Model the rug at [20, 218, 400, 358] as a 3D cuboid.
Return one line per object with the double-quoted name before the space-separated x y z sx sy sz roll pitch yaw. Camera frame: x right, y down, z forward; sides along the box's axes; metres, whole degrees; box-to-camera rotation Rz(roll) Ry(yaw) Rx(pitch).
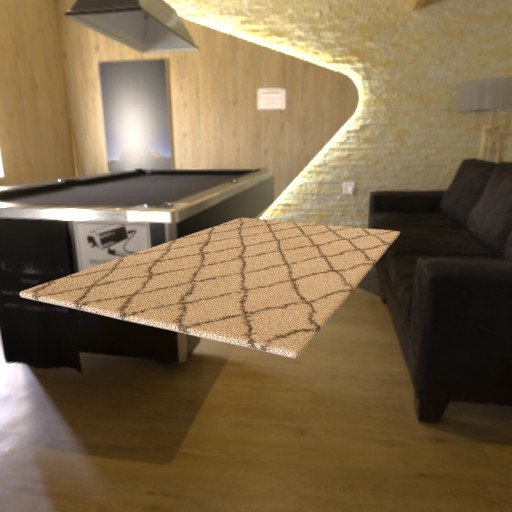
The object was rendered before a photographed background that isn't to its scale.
"rug" 0.000 0.000 3.005 1.524 0.030 2.438 7 17 25
